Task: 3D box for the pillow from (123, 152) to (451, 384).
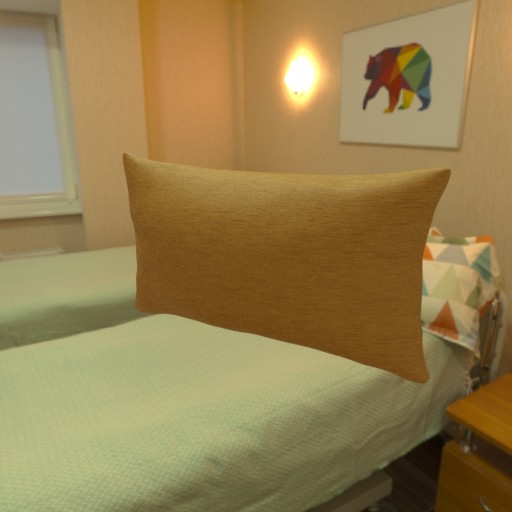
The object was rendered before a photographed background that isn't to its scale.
[{"bbox_3d":[0.000,0.000,0.813,0.634,0.354,0.210,9,19,27],"label":"pillow"}]
